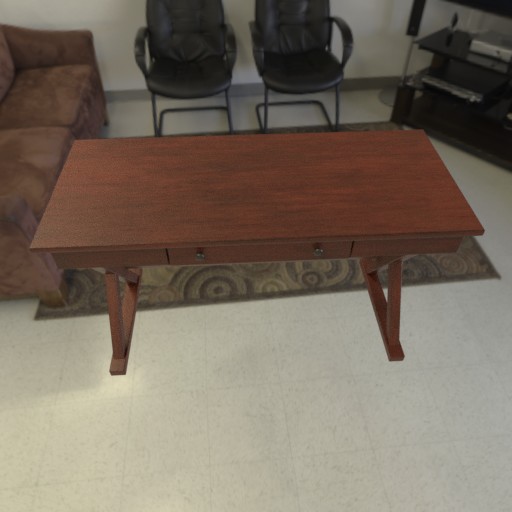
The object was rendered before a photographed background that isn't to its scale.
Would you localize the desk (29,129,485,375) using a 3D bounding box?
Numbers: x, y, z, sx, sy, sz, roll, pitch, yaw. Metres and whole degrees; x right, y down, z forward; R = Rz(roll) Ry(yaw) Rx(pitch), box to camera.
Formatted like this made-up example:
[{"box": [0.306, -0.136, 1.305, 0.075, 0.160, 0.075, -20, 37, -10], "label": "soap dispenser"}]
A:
[{"box": [0.000, 0.000, 1.809, 1.372, 0.761, 0.600, -2, 46, -2], "label": "desk"}]
